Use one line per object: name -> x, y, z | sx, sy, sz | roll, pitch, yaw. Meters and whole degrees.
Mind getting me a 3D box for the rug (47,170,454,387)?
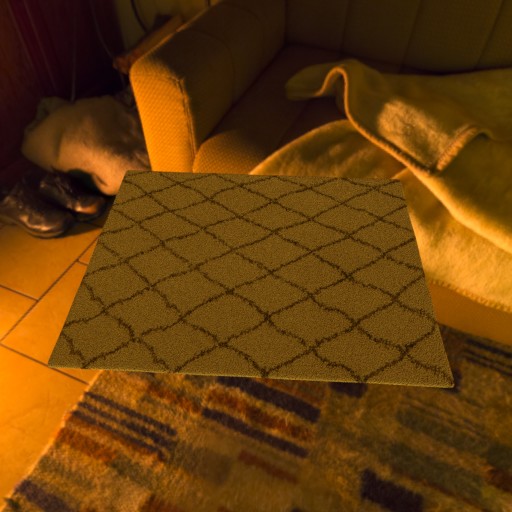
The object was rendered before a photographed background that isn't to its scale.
rug -> 0.000, 0.000, 4.112 | 3.047, 0.029, 2.438 | 2, 48, 2
